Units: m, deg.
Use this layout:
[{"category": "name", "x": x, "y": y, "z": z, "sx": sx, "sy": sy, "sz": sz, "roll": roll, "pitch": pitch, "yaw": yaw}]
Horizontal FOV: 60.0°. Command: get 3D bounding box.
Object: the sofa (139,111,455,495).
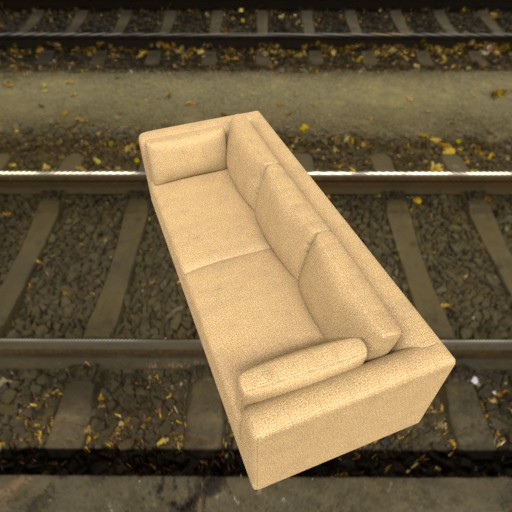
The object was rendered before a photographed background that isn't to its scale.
[{"category": "sofa", "x": 0.000, "y": 0.000, "z": 2.832, "sx": 0.969, "sy": 0.867, "sz": 2.415, "roll": -15, "pitch": 48, "yaw": -14}]
